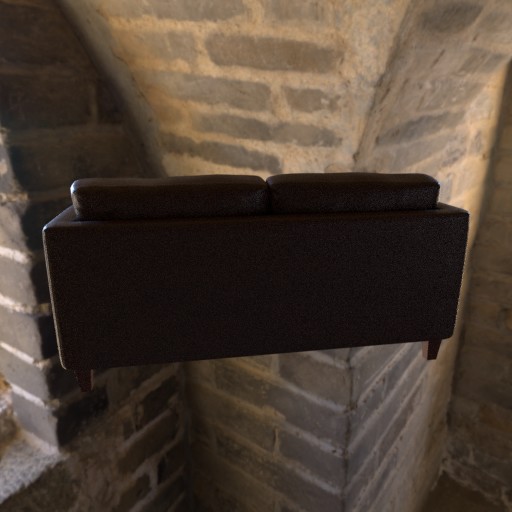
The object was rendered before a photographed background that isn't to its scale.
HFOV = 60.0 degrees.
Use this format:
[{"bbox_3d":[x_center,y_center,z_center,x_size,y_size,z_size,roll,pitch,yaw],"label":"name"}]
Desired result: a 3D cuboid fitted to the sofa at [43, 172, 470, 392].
[{"bbox_3d":[0.000,0.000,2.397,1.883,0.933,0.951,-3,17,-9],"label":"sofa"}]
